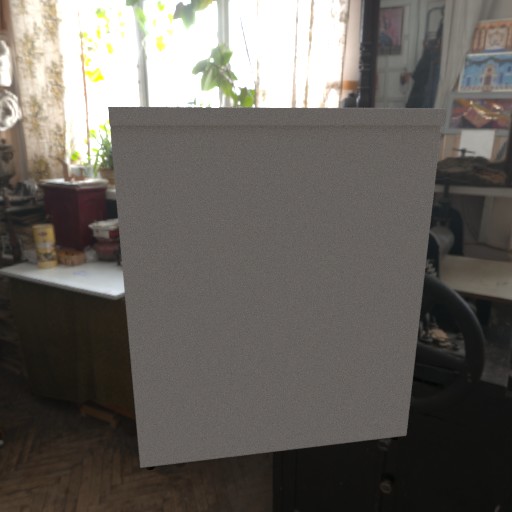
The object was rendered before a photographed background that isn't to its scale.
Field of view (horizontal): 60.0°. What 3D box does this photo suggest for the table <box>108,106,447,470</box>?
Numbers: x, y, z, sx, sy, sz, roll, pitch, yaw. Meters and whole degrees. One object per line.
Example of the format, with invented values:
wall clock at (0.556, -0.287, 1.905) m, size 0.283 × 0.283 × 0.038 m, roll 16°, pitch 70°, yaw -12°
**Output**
table at (0.000, 0.000, 0.748) m, size 0.380 × 0.460 × 0.420 m, roll -3°, pitch 17°, yaw -9°
